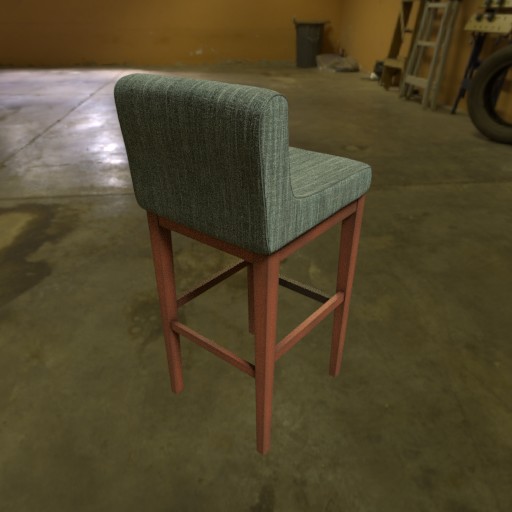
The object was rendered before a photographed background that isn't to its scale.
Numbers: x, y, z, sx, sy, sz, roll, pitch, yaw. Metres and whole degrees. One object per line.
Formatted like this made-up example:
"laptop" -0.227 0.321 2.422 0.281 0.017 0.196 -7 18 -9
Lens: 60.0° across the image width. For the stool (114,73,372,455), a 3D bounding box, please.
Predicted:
"stool" 0.000 0.000 1.241 0.426 0.965 0.499 21 35 34
